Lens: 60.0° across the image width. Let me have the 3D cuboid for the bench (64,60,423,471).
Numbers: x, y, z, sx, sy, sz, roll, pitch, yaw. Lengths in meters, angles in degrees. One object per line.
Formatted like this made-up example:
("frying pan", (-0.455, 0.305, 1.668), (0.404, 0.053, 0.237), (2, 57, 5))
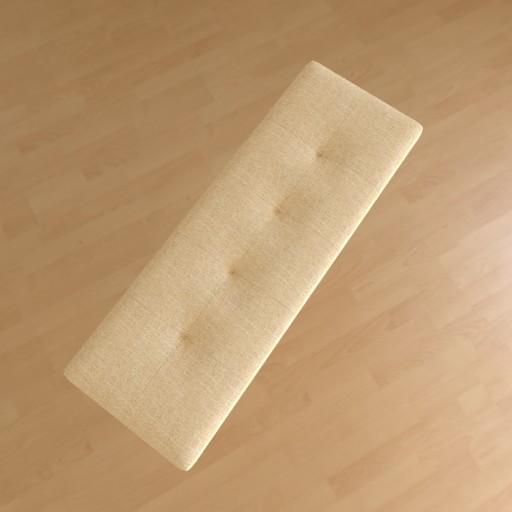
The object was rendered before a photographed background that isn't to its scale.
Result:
("bench", (0.000, 0.000, 1.448), (0.432, 0.406, 1.219), (35, 78, 8))
